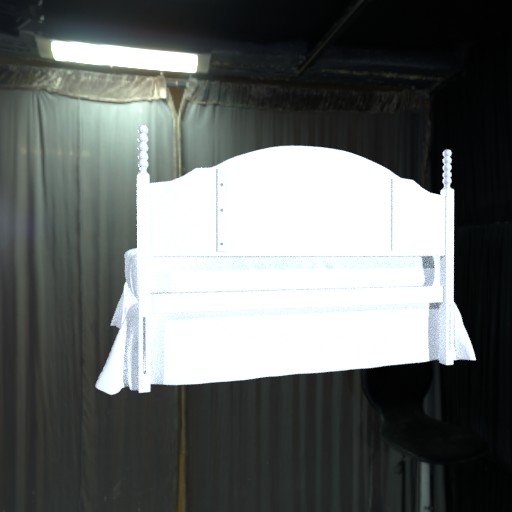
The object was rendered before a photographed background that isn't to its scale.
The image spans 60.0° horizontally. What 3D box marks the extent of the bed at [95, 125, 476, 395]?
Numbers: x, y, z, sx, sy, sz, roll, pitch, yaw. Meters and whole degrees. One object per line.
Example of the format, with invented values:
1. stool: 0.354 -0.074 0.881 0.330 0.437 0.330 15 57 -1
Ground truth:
1. bed: 0.000 0.000 3.548 2.322 1.355 2.219 0 1 -17
